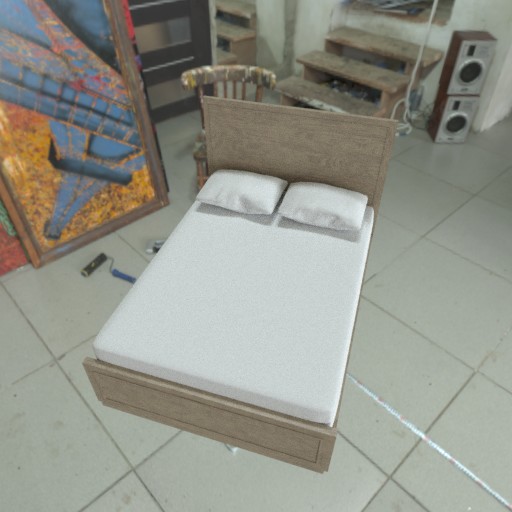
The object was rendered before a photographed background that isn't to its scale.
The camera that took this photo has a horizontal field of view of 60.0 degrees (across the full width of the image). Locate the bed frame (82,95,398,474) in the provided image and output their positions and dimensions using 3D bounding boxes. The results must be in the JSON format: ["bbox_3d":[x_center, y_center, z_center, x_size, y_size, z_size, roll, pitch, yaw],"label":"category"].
[{"bbox_3d":[0.000,0.000,3.256,1.606,1.369,2.189,12,43,13],"label":"bed frame"}]
